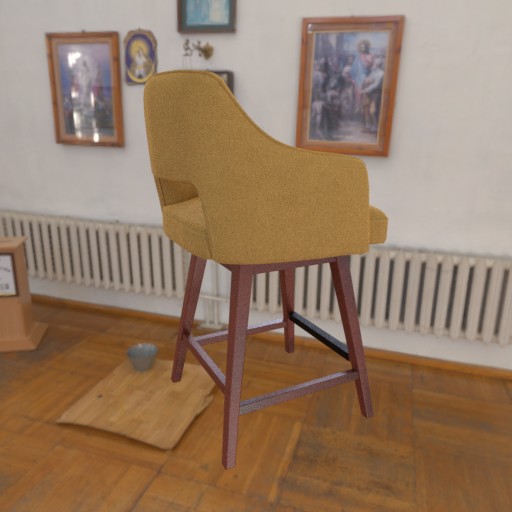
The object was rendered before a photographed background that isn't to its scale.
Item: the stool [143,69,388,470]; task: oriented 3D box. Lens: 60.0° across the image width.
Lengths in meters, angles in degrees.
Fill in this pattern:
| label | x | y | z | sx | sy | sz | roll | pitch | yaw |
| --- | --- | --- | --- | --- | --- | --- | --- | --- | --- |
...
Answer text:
| label | x | y | z | sx | sy | sz | roll | pitch | yaw |
| --- | --- | --- | --- | --- | --- | --- | --- | --- | --- |
| stool | 0.000 | 0.000 | 1.246 | 0.558 | 0.924 | 0.548 | -8 | 18 | -26 |
